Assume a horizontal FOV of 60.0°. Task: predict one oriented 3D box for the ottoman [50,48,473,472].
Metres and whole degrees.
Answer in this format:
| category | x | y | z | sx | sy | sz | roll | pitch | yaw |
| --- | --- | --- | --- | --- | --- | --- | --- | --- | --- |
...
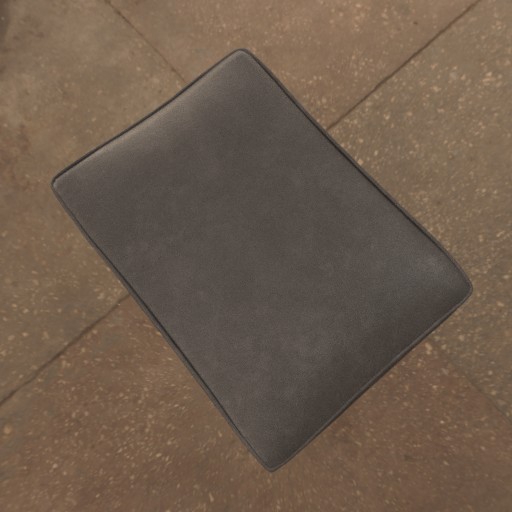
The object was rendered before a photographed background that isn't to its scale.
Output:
| category | x | y | z | sx | sy | sz | roll | pitch | yaw |
| --- | --- | --- | --- | --- | --- | --- | --- | --- | --- |
| ottoman | 0.000 | 0.000 | 1.091 | 0.554 | 0.445 | 0.756 | -39 | 79 | -9 |
